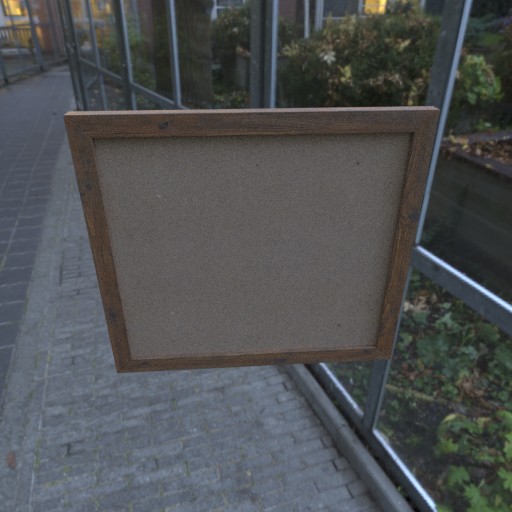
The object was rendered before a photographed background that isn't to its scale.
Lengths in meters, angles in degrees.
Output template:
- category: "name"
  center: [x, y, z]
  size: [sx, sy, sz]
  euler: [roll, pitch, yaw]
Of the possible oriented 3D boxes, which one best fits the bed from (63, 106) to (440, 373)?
- category: "bed"
  center: [0.000, 0.000, 1.479]
  size: [1.046, 0.942, 0.046]
  euler: [-2, 30, -4]
